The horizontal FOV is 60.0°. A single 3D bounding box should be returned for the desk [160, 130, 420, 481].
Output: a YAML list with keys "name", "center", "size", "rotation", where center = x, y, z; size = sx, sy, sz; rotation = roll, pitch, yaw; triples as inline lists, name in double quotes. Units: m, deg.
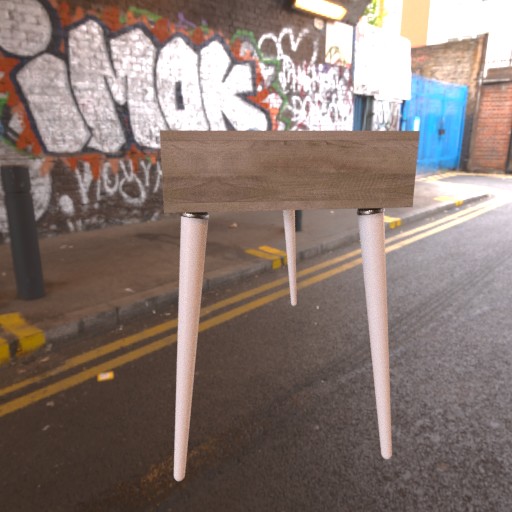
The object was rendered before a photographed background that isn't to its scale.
- name: "desk"
  center: [0.000, 0.000, 1.346]
  size: [0.491, 0.723, 0.979]
  rotation: [-2, 15, -8]
